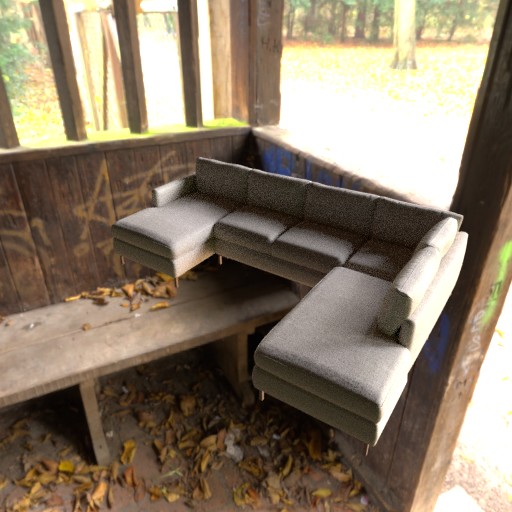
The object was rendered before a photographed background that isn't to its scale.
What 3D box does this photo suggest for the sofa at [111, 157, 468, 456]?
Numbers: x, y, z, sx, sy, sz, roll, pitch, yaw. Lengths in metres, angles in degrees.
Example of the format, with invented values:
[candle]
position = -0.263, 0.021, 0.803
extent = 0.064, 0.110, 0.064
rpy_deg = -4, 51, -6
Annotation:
[sofa]
position = 0.000, 0.000, 3.466
extent = 2.737, 0.756, 1.879
rpy_deg = 19, 34, 29
